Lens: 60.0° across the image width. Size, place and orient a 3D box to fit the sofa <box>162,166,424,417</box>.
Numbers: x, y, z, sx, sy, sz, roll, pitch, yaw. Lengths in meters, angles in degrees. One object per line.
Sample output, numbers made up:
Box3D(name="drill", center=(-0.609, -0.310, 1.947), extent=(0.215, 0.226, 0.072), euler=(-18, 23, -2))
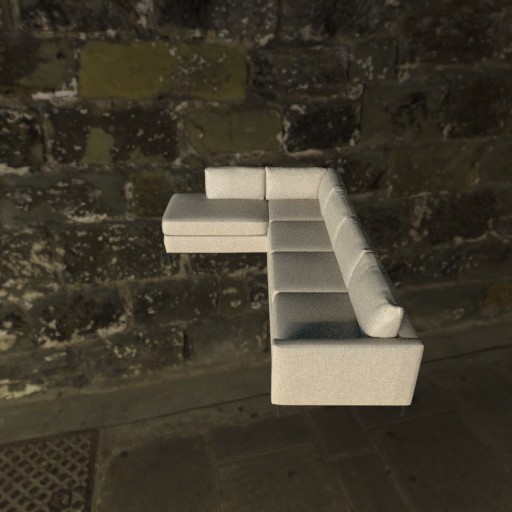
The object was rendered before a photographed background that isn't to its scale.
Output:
Box3D(name="sofa", center=(0.000, 0.000, 3.252), extent=(1.617, 0.703, 2.423), euler=(0, 28, 0))
